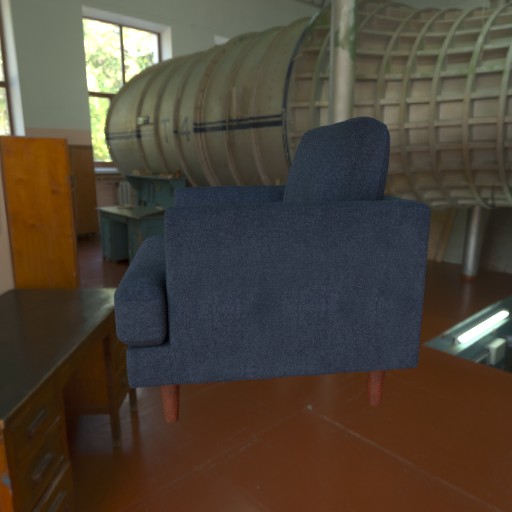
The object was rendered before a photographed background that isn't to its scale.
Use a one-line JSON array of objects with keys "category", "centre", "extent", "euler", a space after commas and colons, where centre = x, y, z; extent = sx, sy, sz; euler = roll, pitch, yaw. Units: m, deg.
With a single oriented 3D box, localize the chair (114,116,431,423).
[{"category": "chair", "centre": [0.000, 0.000, 1.632], "extent": [0.899, 0.957, 0.858], "euler": [-2, 13, -8]}]
